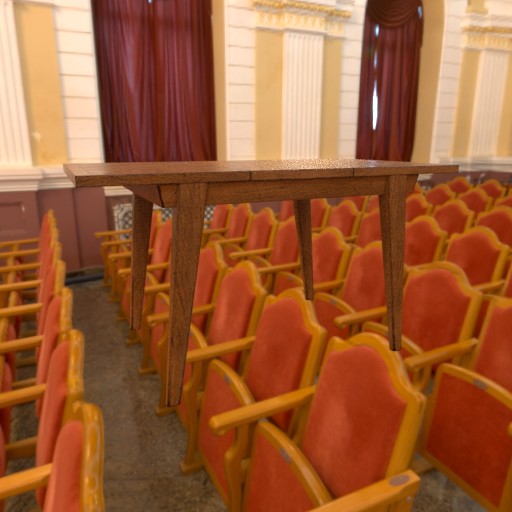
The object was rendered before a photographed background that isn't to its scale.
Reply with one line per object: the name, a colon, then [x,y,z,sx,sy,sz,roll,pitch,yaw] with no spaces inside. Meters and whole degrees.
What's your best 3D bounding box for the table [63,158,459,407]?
table: [0.000,0.000,1.872,1.400,0.760,0.757,-7,16,-24]
